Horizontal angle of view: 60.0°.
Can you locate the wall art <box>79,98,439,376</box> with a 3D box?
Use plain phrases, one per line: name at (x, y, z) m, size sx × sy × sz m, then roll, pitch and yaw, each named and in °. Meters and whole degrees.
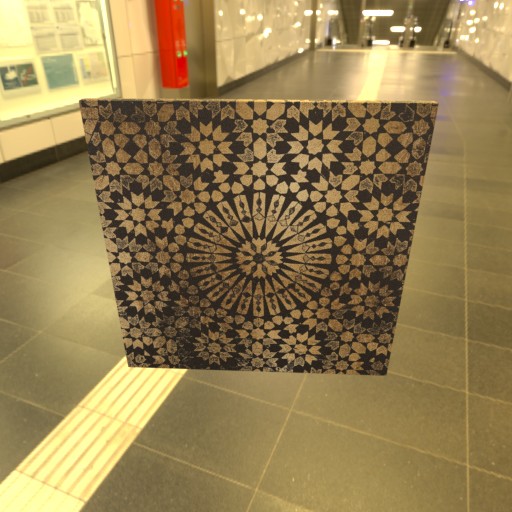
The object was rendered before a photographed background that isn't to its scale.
wall art at (0.000, 0.000, 1.357) m, size 0.914 × 0.914 × 0.038 m, roll 1°, pitch 29°, yaw 2°
